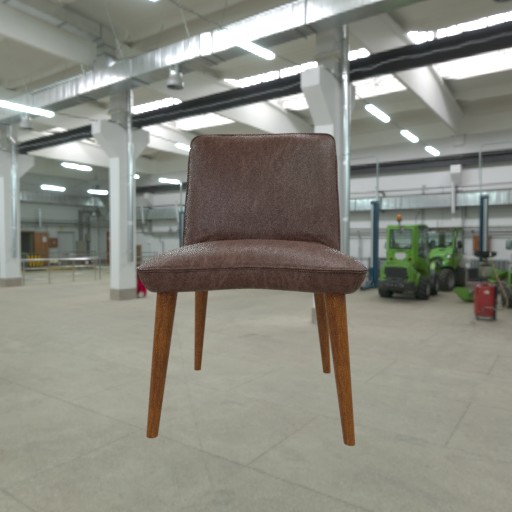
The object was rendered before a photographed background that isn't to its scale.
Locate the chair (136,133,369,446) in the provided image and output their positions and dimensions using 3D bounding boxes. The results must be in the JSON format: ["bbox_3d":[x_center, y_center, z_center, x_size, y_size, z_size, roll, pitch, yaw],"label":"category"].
[{"bbox_3d":[0.000,0.000,1.231,0.543,0.803,0.645,0,2,0],"label":"chair"}]
